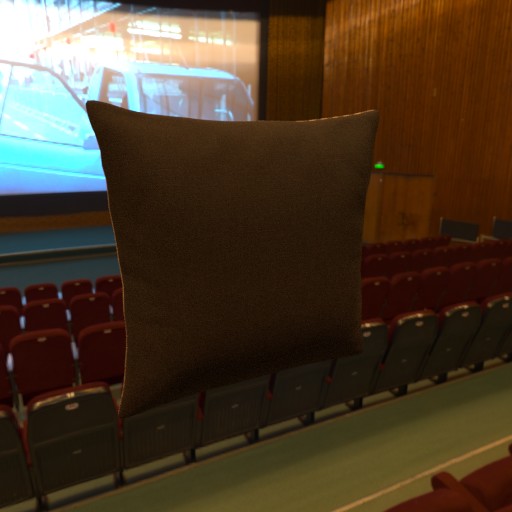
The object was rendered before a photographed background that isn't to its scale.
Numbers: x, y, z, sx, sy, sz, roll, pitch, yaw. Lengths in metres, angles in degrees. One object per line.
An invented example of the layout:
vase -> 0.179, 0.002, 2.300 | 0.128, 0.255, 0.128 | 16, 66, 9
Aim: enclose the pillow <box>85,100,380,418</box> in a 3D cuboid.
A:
pillow -> 0.000, 0.000, 0.785 | 0.523, 0.506, 0.166 | -8, 17, -26
